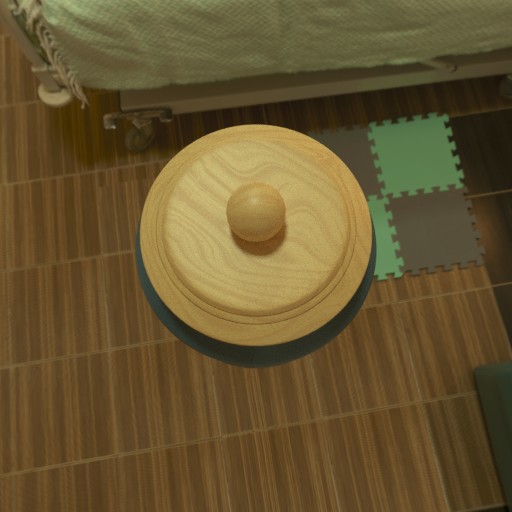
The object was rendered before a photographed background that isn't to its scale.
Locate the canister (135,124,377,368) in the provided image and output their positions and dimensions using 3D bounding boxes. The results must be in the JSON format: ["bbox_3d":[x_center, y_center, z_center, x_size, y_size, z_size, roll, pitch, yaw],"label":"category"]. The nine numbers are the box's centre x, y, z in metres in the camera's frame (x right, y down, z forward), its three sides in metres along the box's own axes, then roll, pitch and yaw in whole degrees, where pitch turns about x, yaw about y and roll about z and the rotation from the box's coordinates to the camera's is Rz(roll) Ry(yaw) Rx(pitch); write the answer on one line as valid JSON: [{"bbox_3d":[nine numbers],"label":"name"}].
[{"bbox_3d":[0.000,0.000,0.267,0.130,0.176,0.130,0,75,0],"label":"canister"}]
